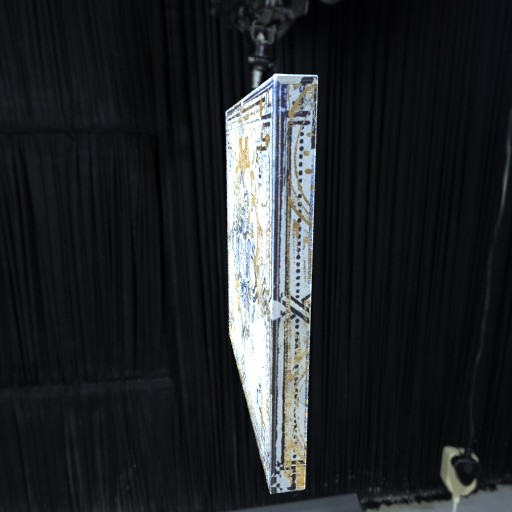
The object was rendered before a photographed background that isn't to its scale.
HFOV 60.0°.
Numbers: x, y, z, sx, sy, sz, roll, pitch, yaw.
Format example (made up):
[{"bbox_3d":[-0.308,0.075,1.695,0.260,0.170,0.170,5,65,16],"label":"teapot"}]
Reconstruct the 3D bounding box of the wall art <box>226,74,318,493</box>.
[{"bbox_3d":[0.000,0.000,0.612,0.038,0.410,0.411,-2,14,-9],"label":"wall art"}]
